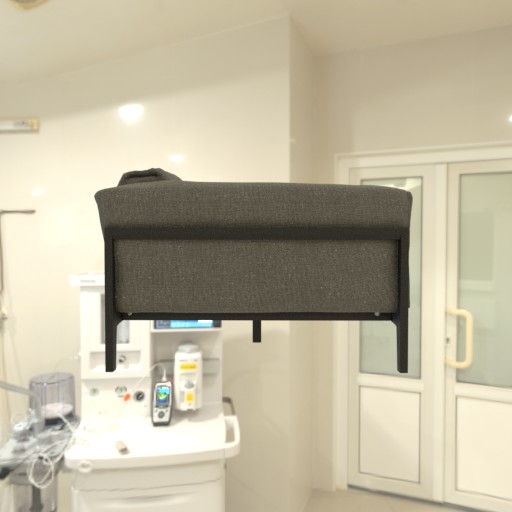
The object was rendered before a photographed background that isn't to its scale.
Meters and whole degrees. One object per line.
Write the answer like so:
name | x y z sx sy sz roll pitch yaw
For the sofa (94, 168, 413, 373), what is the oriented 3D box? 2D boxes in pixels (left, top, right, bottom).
sofa | 0.000 0.000 2.147 0.960 0.656 1.690 0 1 1
